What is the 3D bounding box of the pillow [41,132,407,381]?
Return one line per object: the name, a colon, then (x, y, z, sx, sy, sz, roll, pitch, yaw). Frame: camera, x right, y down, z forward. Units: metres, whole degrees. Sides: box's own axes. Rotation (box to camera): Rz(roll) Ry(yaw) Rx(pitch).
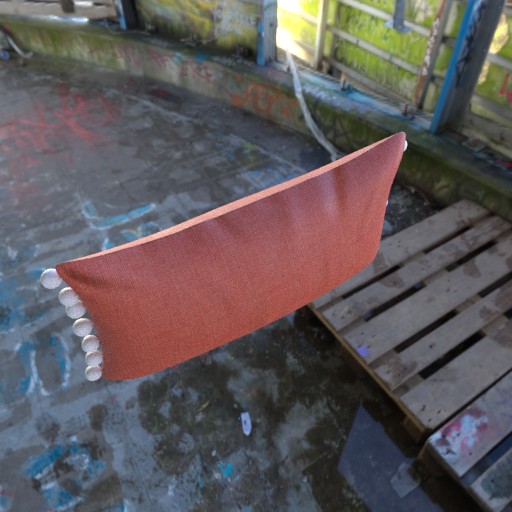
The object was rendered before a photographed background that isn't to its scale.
pillow: (0.000, 0.000, 0.830, 0.709, 0.322, 0.201, -23, 50, -21)
